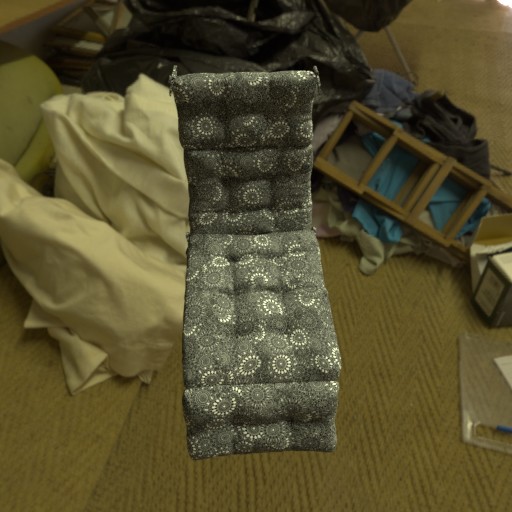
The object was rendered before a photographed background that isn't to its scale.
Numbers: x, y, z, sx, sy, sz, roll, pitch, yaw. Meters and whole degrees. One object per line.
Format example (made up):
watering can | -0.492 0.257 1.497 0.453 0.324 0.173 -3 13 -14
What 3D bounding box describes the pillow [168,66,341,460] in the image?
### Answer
pillow | 0.000 0.000 1.466 0.526 0.863 1.016 -2 48 -2
